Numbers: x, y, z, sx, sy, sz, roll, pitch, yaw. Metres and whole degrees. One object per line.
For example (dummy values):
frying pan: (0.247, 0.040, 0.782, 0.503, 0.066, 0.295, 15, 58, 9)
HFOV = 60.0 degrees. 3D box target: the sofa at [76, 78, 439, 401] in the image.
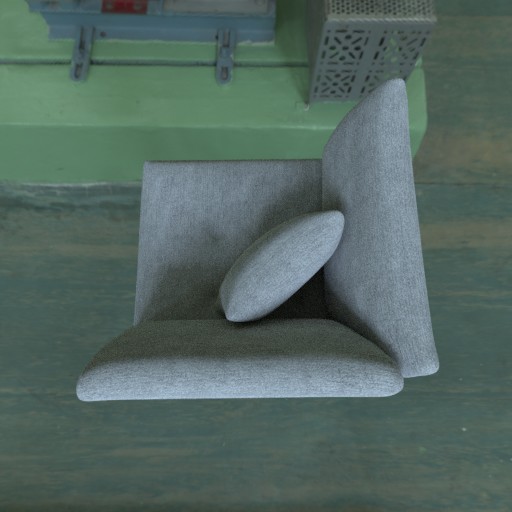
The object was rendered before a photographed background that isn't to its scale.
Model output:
sofa: (0.000, 0.000, 1.679, 1.000, 0.820, 1.000, -1, 75, 0)
